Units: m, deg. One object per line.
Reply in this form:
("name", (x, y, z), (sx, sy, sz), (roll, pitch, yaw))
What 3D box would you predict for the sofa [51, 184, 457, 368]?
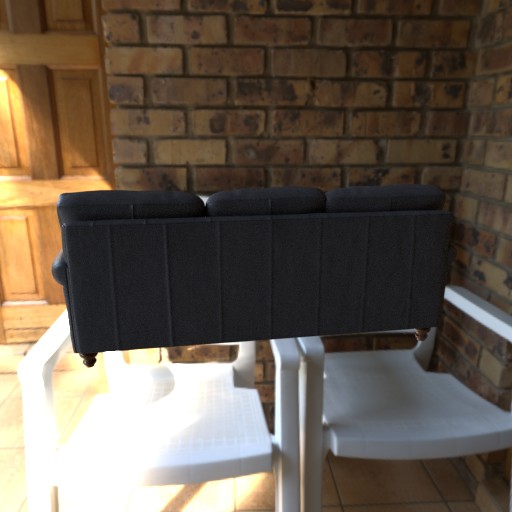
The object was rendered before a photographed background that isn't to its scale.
("sofa", (0.000, 0.000, 2.935), (2.387, 0.977, 0.974), (-3, 16, -9))
